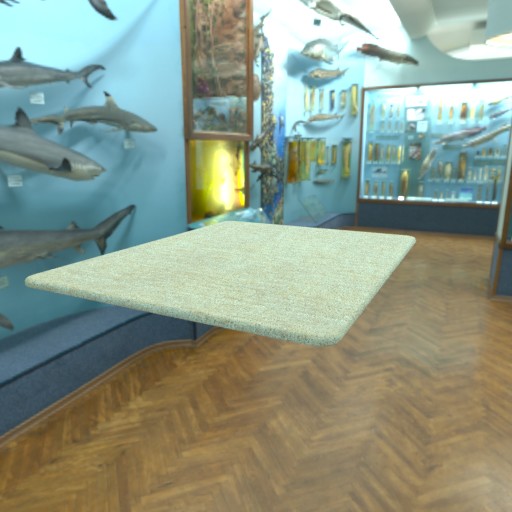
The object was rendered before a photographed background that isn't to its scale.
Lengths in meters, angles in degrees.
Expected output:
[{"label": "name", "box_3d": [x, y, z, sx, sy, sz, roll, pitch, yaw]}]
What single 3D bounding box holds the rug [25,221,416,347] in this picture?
[{"label": "rug", "box_3d": [0.000, 0.000, 3.379, 2.009, 0.048, 2.528, 7, 15, 26]}]
